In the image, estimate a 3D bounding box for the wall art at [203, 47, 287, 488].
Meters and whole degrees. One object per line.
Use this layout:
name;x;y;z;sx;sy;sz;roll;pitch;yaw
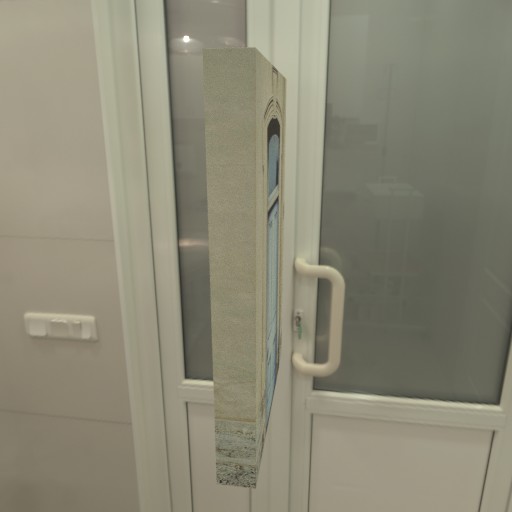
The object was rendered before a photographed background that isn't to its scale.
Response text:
wall art;0.000;0.000;0.485;0.038;0.381;0.254;3;17;8
